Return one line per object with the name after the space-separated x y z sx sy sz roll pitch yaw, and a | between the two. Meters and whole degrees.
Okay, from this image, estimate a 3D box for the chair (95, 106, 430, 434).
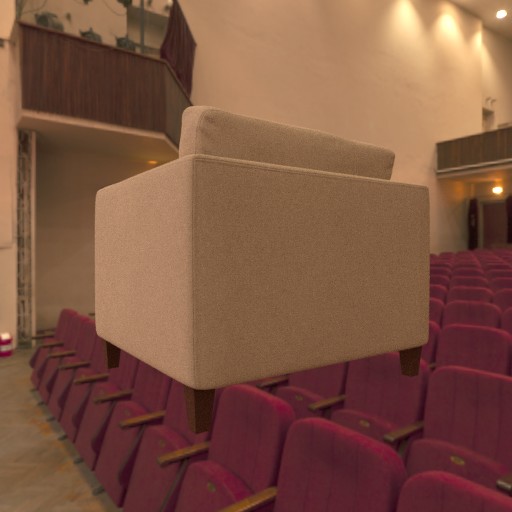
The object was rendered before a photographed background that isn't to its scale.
0.000 0.000 1.858 1.107 0.961 0.959 -1 1 -35 | chair
